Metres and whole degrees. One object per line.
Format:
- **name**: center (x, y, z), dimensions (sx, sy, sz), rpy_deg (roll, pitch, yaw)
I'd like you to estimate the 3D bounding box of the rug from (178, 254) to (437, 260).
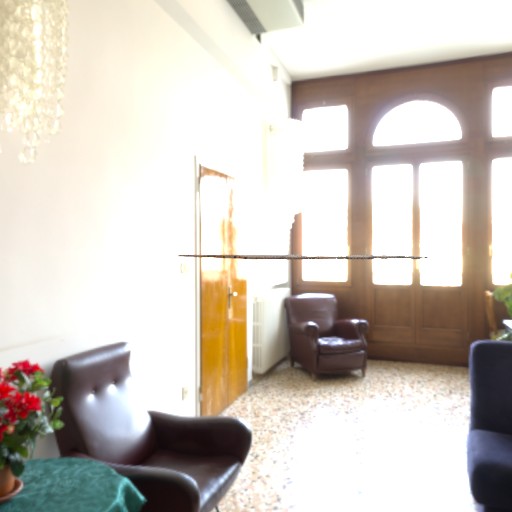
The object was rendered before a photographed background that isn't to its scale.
- **rug**: center (0.000, 0.000, 2.676), dimensions (0.695, 0.017, 2.455), rpy_deg (0, 0, -16)
